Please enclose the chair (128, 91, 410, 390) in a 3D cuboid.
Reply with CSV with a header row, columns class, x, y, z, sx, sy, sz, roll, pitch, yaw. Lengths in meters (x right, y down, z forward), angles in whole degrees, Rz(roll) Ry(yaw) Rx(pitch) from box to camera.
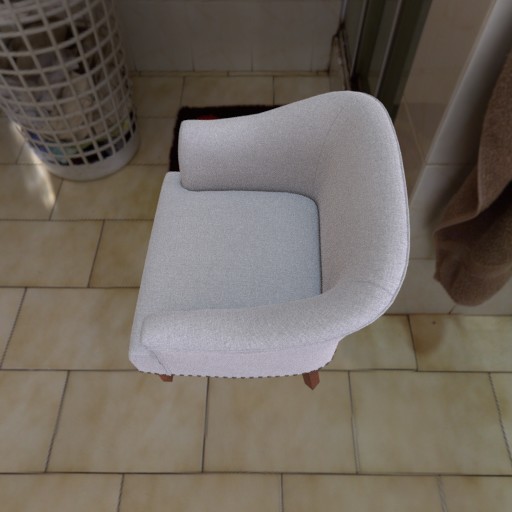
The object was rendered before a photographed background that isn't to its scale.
class,x,y,z,sx,sy,sz,roll,pitch,yaw
chair,0.000,0.000,1.399,0.704,0.815,0.798,2,58,1
